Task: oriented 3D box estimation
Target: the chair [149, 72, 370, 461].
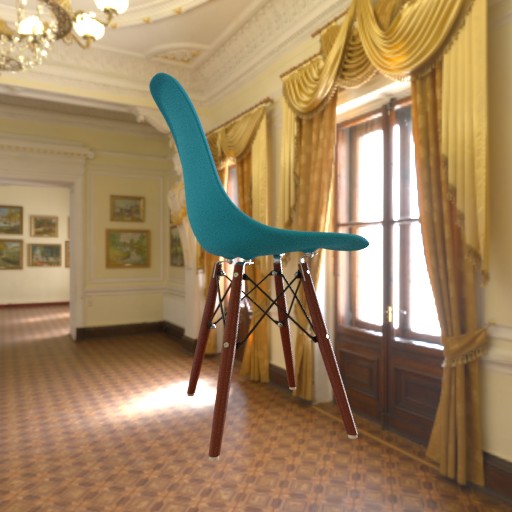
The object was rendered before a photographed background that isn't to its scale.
[{"bbox_3d":[0.000,0.000,1.141,0.533,0.826,0.470,0,0,-17],"label":"chair"}]
